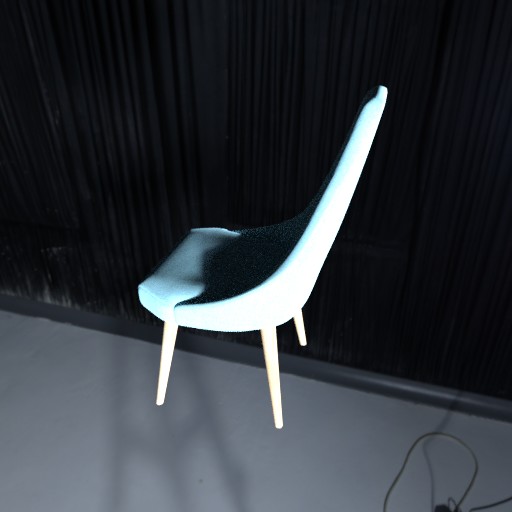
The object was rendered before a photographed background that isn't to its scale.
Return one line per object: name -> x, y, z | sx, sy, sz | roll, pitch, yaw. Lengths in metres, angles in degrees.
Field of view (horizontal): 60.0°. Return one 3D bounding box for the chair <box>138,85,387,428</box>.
chair -> 0.000, 0.000, 1.418 | 0.660, 1.040, 0.510 | 9, 32, 14
